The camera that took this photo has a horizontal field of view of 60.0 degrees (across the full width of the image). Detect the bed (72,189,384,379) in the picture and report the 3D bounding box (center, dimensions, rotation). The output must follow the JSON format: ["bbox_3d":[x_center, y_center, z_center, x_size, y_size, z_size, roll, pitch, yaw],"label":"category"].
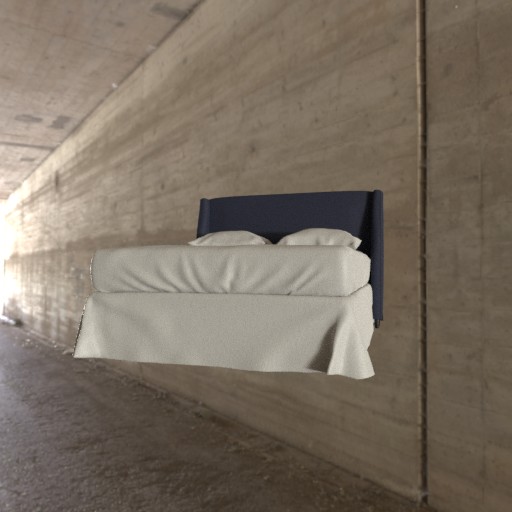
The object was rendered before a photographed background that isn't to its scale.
[{"bbox_3d":[0.000,0.000,3.560,1.925,1.332,2.276,0,-1,17],"label":"bed"}]
